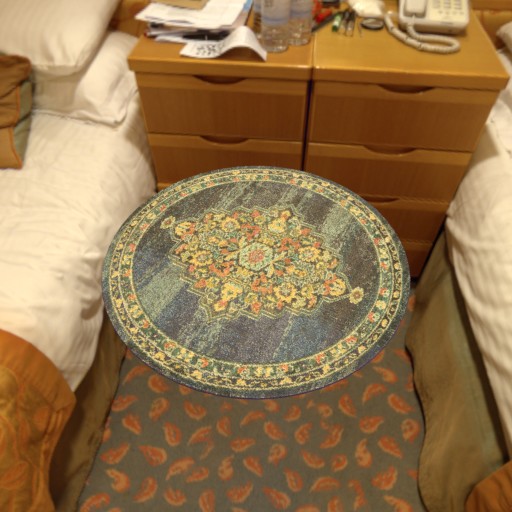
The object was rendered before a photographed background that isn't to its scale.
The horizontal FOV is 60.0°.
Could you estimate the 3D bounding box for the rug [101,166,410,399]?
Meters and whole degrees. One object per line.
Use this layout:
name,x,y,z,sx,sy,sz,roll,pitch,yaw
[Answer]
rug,0.000,0.000,3.517,2.386,0.014,2.386,0,47,0
